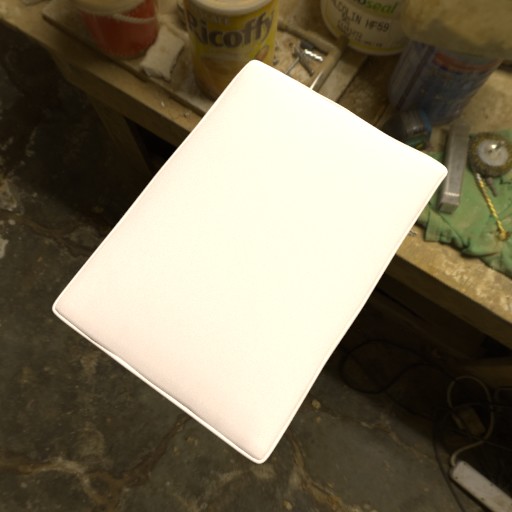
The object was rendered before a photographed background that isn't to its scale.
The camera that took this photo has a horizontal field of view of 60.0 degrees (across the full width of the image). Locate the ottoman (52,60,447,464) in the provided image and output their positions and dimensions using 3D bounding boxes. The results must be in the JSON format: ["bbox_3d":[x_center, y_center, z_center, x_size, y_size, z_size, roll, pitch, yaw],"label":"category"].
[{"bbox_3d":[0.000,0.000,1.329,0.703,0.479,0.944,33,77,8],"label":"ottoman"}]
